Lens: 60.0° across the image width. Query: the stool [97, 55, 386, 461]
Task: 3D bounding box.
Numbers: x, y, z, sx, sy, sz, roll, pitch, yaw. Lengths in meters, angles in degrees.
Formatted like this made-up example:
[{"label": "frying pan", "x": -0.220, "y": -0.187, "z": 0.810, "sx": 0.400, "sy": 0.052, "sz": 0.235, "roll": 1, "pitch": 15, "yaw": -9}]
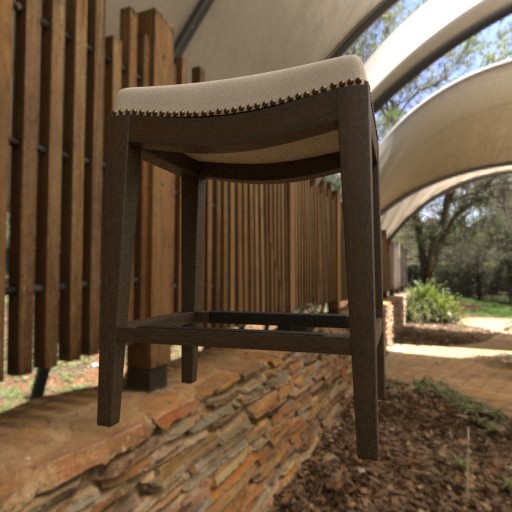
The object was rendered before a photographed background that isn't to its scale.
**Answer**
[{"label": "stool", "x": 0.000, "y": 0.000, "z": 0.921, "sx": 0.500, "sy": 0.642, "sz": 0.361, "roll": -1, "pitch": -2, "yaw": 18}]
